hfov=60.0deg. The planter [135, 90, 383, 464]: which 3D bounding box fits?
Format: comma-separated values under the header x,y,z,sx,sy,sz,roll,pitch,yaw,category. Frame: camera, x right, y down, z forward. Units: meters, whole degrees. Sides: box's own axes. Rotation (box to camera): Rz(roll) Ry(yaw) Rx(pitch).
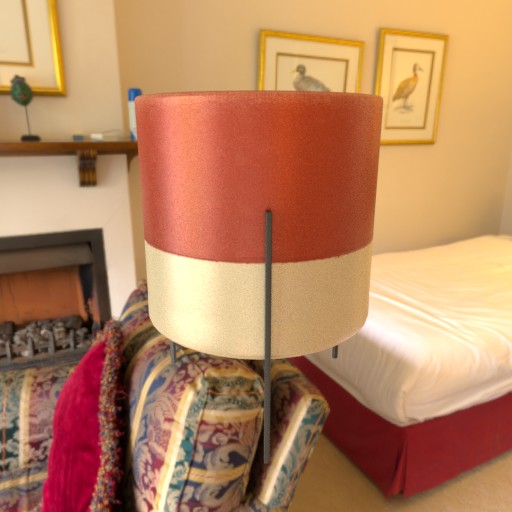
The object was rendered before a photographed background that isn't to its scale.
x,y,z,sx,sy,sz,roll,pitch,yaw,category
0.000,0.000,0.696,0.354,0.465,0.345,8,18,25,planter
